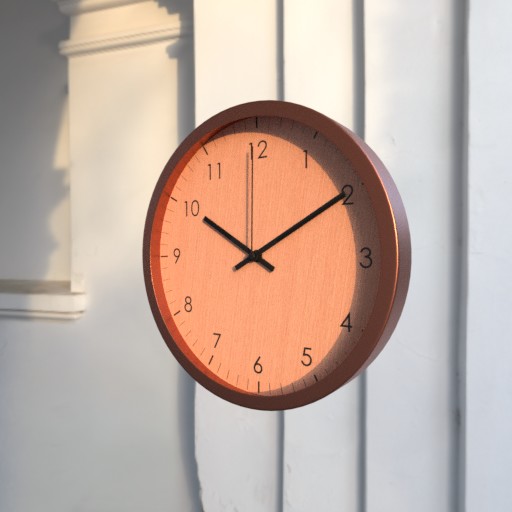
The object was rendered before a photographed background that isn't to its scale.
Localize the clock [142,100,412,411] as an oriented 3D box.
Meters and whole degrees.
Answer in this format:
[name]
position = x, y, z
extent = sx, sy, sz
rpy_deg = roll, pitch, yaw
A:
[clock]
position = 0.000, 0.000, 0.470
extent = 0.313, 0.313, 0.040
rpy_deg = 1, 1, 35
